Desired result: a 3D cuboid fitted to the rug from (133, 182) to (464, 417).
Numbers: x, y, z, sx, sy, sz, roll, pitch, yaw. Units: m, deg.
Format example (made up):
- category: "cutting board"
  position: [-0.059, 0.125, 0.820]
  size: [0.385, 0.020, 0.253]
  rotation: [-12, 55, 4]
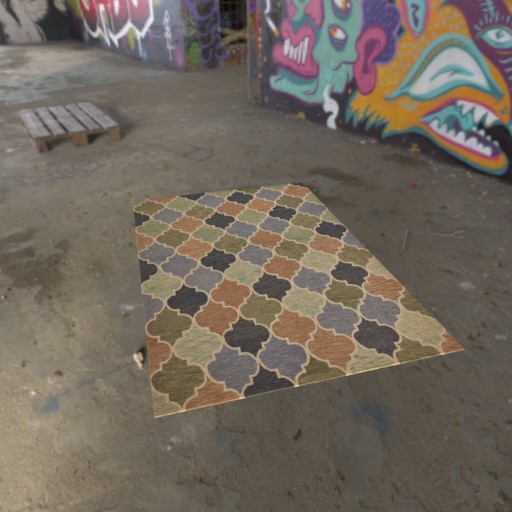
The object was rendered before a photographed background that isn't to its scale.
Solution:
- category: "rug"
  position: [0.000, 0.000, 2.380]
  size: [1.216, 0.006, 1.828]
  rotation: [-8, 32, -13]
